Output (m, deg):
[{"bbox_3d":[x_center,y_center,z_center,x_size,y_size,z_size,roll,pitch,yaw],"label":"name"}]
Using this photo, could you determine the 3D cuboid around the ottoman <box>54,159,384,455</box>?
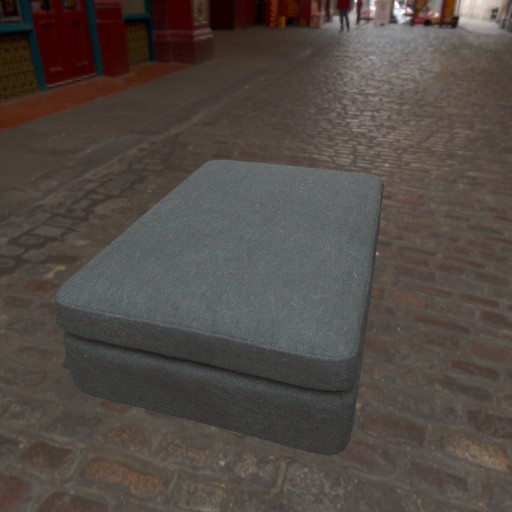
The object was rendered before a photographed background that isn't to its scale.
[{"bbox_3d":[0.000,0.000,1.615,0.840,0.429,1.199,9,32,14],"label":"ottoman"}]
